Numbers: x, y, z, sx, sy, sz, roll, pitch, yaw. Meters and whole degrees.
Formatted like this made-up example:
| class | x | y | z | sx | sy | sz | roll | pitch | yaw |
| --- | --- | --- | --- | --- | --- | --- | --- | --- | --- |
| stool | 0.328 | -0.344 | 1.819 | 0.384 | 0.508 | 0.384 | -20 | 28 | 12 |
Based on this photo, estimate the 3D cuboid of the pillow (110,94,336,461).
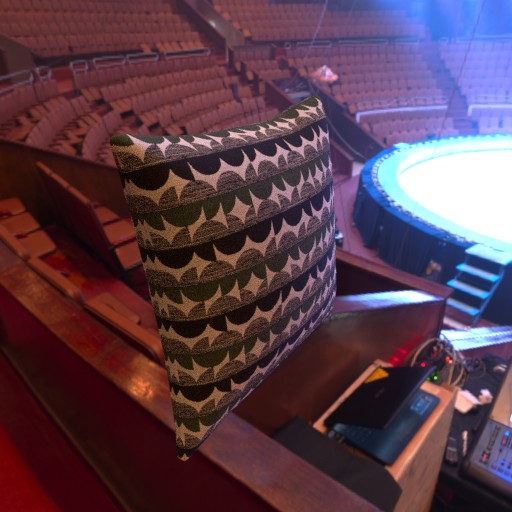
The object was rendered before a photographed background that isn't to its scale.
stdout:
| class | x | y | z | sx | sy | sz | roll | pitch | yaw |
| --- | --- | --- | --- | --- | --- | --- | --- | --- | --- |
| pillow | 0.000 | 0.000 | 0.644 | 0.180 | 0.404 | 0.419 | 17 | 31 | 31 |
